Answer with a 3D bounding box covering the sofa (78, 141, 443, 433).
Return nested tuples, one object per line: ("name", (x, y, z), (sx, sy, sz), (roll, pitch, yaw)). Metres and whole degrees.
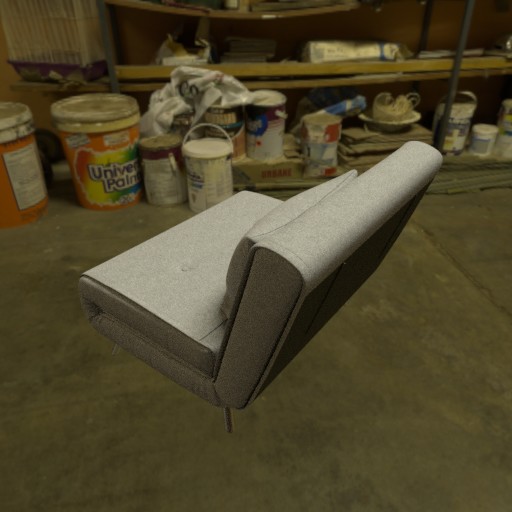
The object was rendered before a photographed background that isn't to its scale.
("sofa", (0.000, 0.000, 1.746), (1.000, 0.825, 1.020), (21, 38, 31))
